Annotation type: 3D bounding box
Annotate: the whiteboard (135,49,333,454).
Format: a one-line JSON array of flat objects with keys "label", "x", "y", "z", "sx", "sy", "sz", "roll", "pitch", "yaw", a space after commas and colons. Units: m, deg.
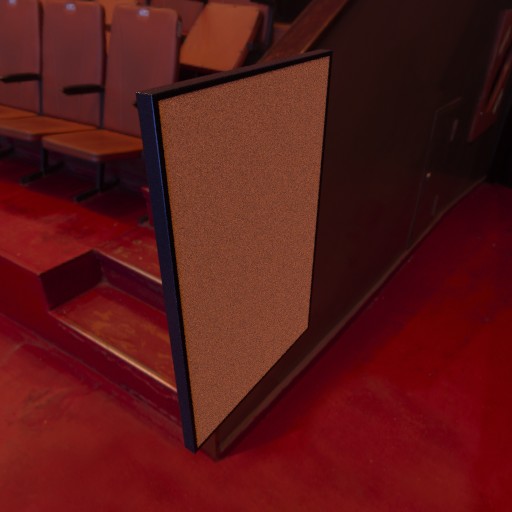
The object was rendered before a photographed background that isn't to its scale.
[{"label": "whiteboard", "x": 0.000, "y": 0.000, "z": 0.765, "sx": 0.026, "sy": 0.611, "sz": 0.406, "roll": 21, "pitch": 38, "yaw": 29}]
